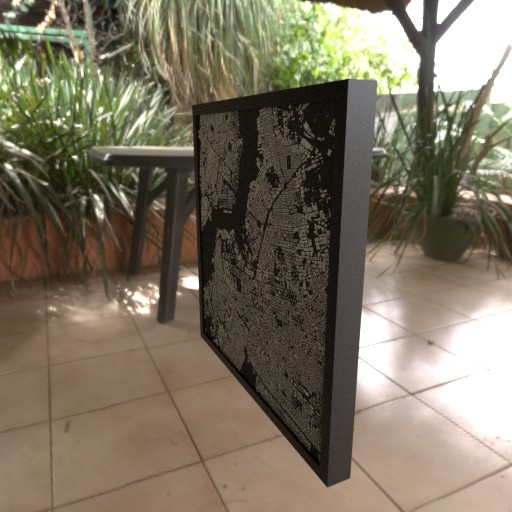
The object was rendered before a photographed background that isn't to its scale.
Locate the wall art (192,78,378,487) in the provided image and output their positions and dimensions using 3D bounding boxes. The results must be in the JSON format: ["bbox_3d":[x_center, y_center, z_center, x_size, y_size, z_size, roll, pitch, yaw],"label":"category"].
[{"bbox_3d":[0.000,0.000,0.746,0.038,0.506,0.506,-7,17,-25],"label":"wall art"}]
